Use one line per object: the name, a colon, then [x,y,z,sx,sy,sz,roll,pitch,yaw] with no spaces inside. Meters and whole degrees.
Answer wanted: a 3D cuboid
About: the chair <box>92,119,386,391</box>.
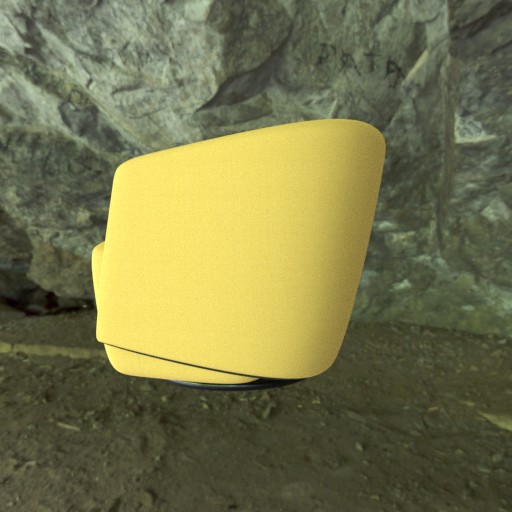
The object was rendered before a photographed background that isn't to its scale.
chair: [0.000,0.000,1.369,0.767,0.698,0.773,0,0,17]
